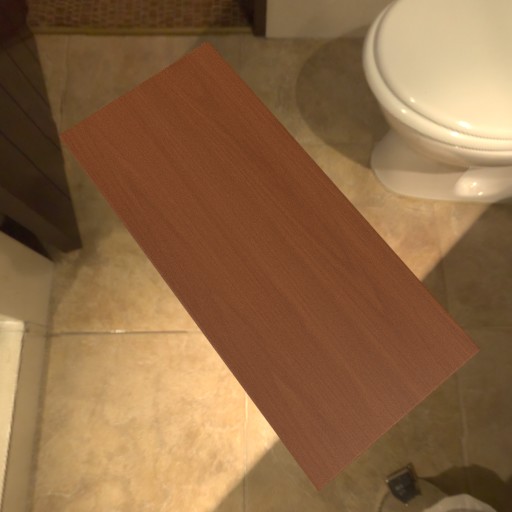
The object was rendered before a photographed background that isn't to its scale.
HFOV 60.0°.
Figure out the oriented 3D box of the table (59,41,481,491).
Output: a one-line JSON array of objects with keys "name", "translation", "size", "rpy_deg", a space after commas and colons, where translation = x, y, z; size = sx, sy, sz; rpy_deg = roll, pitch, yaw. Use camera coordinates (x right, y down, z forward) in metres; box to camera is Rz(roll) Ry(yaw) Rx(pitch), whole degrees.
[{"name": "table", "translation": [0.000, 0.000, 1.316], "size": [0.500, 0.400, 1.100], "rpy_deg": [-37, 78, -9]}]
